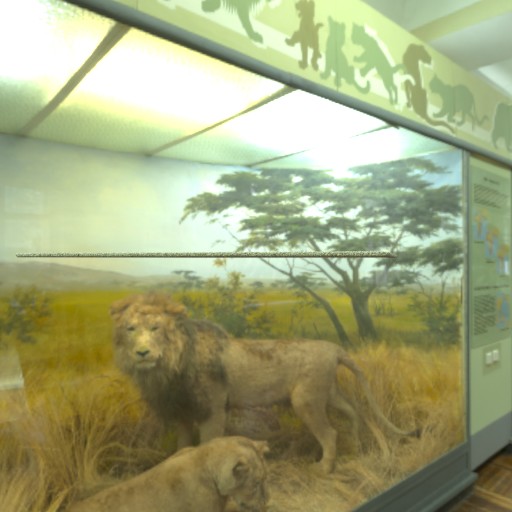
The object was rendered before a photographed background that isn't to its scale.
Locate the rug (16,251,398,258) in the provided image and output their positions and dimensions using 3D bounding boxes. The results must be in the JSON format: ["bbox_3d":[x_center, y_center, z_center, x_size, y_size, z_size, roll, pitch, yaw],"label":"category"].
[{"bbox_3d":[0.000,0.000,4.054,2.438,0.029,3.047,0,0,18],"label":"rug"}]
